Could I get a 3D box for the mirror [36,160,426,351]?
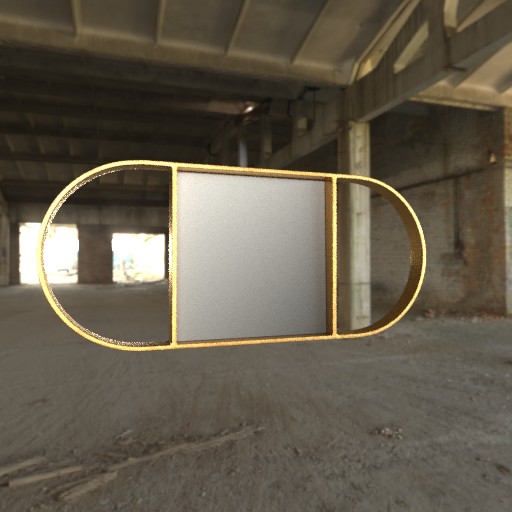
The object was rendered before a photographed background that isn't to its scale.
[{"bbox_3d":[0.000,0.000,0.655,0.584,0.254,0.032,0,-1,-19],"label":"mirror"}]
